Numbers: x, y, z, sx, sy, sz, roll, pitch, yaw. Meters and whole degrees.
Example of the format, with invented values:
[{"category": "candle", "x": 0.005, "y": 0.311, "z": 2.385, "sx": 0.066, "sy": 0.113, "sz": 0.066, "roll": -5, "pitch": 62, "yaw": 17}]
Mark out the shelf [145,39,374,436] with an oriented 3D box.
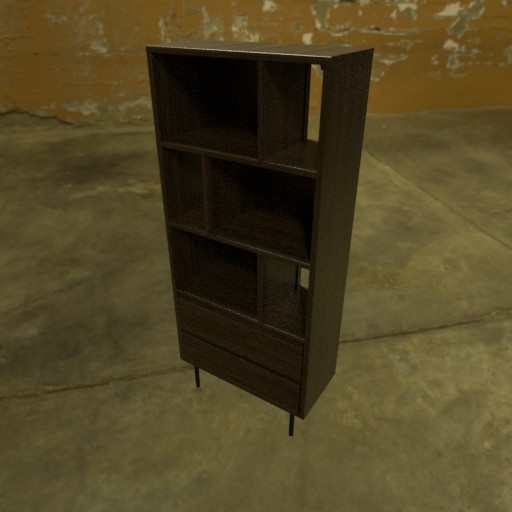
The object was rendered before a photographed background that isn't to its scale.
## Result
[{"category": "shelf", "x": 0.000, "y": 0.000, "z": 1.803, "sx": 0.670, "sy": 1.545, "sz": 0.323, "roll": 18, "pitch": 34, "yaw": 28}]
